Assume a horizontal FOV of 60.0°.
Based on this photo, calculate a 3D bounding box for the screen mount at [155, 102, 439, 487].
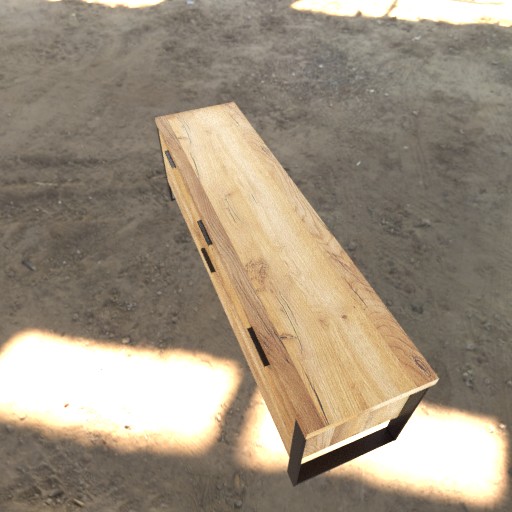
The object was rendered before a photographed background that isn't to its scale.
[{"bbox_3d":[0.000,0.000,1.729,0.395,0.450,1.524,-17,50,-15],"label":"screen mount"}]
